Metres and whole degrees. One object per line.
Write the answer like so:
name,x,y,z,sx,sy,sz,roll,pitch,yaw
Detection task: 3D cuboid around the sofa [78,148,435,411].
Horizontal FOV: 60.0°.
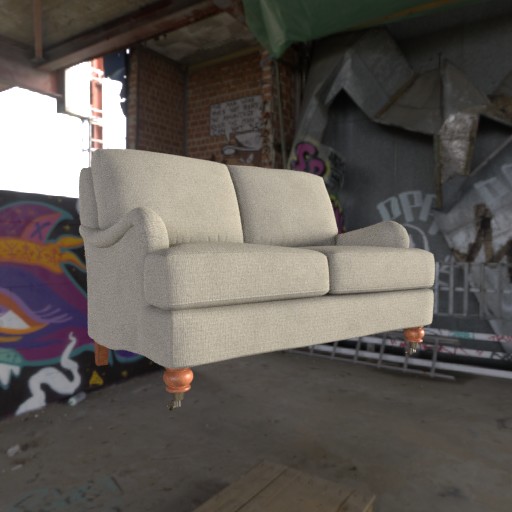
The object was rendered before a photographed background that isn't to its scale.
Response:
sofa,0.000,0.000,2.177,1.480,0.999,1.087,-1,1,-36
